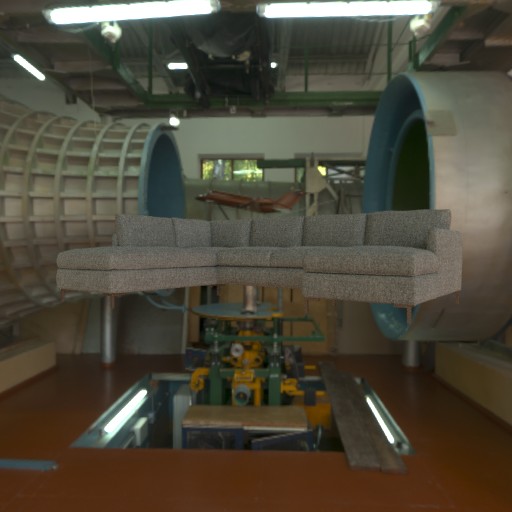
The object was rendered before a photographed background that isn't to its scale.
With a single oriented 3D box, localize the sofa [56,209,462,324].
[{"bbox_3d":[0.000,0.000,3.561,2.737,0.756,1.879,1,1,37],"label":"sofa"}]
